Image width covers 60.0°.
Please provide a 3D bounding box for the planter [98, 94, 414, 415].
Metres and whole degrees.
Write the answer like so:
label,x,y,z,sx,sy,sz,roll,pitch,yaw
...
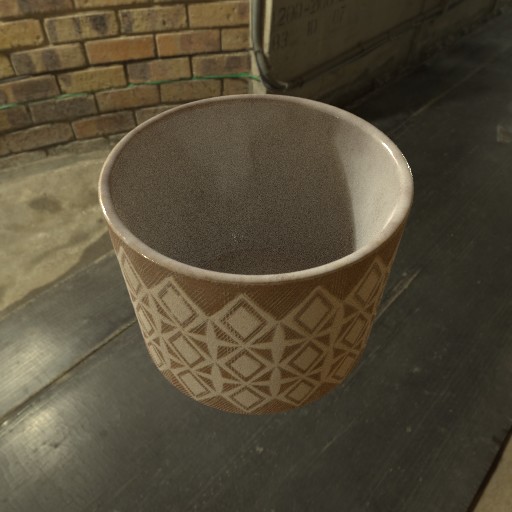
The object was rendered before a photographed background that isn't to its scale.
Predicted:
label,x,y,z,sx,sy,sz,roll,pitch,yaw
planter,0.000,0.000,0.338,0.193,0.165,0.193,0,46,0
